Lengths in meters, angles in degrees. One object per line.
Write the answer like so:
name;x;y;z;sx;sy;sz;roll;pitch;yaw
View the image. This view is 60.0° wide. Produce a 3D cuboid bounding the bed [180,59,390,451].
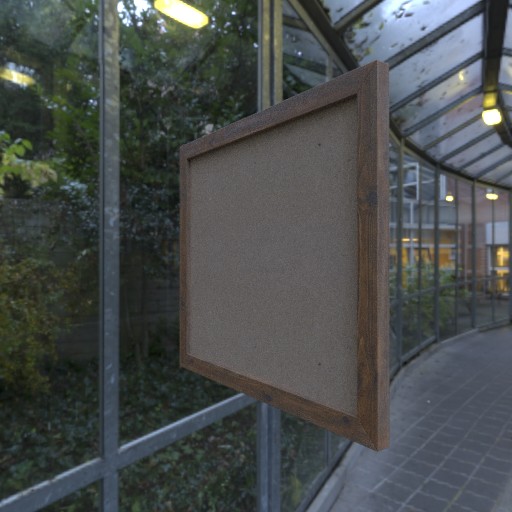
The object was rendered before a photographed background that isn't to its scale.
bed;0.000;0.000;1.497;0.046;0.942;1.046;0;0;-36
